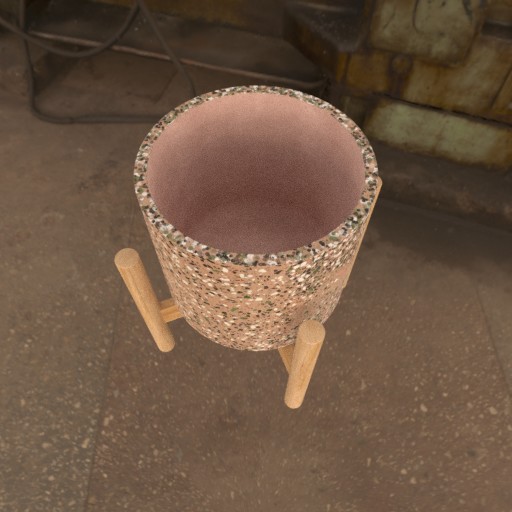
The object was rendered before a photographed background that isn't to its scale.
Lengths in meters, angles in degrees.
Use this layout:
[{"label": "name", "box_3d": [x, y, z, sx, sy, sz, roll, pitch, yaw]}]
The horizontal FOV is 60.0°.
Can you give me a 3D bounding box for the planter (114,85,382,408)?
[{"label": "planter", "box_3d": [0.000, 0.000, 0.542, 0.284, 0.320, 0.284, 1, 58, 1]}]
